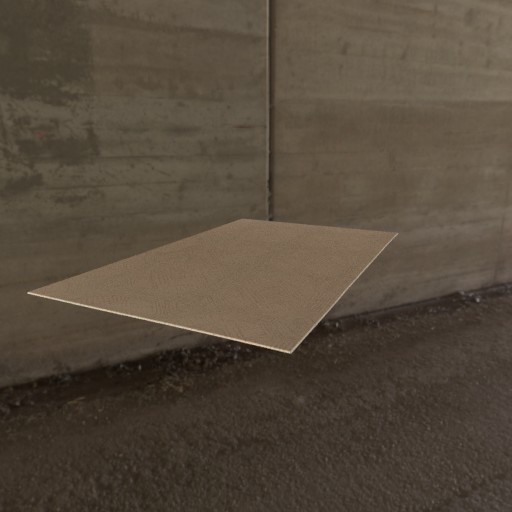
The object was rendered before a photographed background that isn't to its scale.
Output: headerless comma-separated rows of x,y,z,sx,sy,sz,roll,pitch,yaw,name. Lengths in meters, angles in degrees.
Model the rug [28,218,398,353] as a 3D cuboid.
0.000,0.000,3.101,1.524,0.008,2.440,7,17,26,rug
